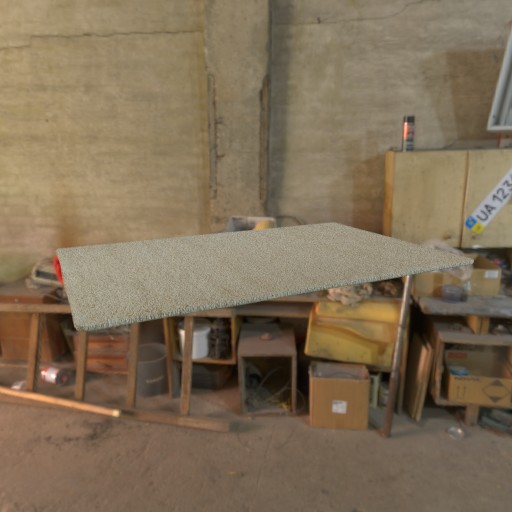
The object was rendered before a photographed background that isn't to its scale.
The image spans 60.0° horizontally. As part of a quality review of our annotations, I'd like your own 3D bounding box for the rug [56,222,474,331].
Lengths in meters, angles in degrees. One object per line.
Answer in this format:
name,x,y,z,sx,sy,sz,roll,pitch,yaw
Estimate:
rug,0.000,0.000,2.919,2.349,0.026,1.500,-7,16,-26
